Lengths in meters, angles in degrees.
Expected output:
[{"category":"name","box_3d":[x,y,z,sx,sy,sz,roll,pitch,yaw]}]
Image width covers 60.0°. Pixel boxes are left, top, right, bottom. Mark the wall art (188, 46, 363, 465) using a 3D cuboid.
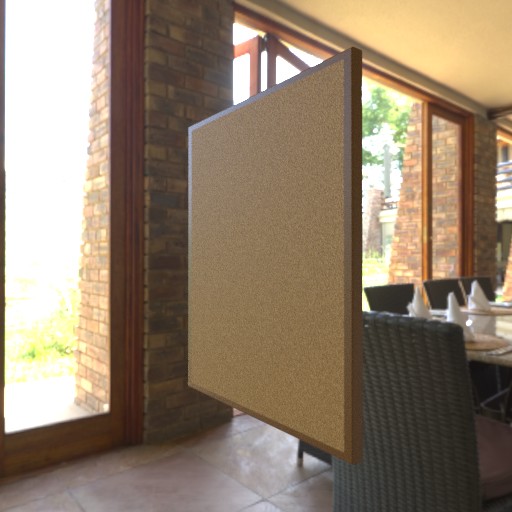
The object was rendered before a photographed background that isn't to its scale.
[{"category":"wall art","box_3d":[0.000,0.000,0.766,0.021,0.550,0.449,0,0,-37]}]
